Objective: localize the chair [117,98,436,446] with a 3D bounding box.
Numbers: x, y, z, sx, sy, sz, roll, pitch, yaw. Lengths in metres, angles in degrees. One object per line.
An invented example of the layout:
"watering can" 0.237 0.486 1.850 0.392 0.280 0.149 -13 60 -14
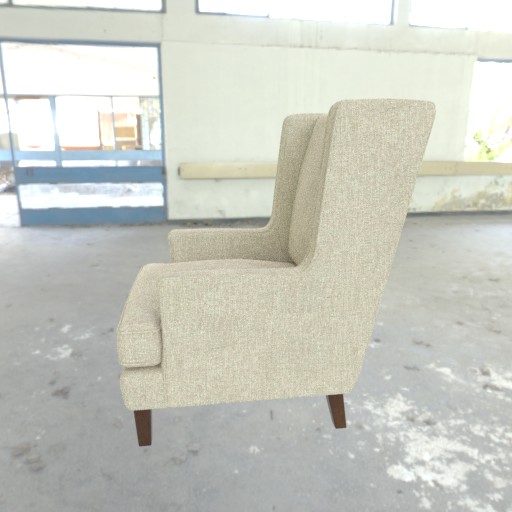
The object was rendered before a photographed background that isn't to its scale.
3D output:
"chair" 0.000 0.000 1.691 0.948 1.082 0.764 -2 15 -8
